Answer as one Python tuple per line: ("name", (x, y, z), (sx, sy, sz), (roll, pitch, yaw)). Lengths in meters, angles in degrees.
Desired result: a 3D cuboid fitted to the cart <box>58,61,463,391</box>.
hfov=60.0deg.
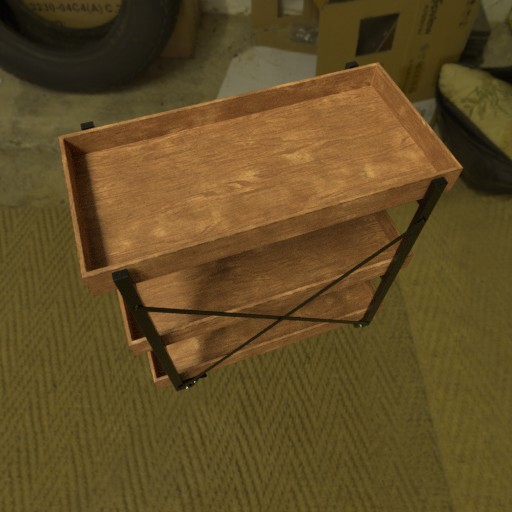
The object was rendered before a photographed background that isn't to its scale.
("cart", (0.000, 0.000, 1.241), (0.750, 0.800, 0.411), (-17, 60, -10))
